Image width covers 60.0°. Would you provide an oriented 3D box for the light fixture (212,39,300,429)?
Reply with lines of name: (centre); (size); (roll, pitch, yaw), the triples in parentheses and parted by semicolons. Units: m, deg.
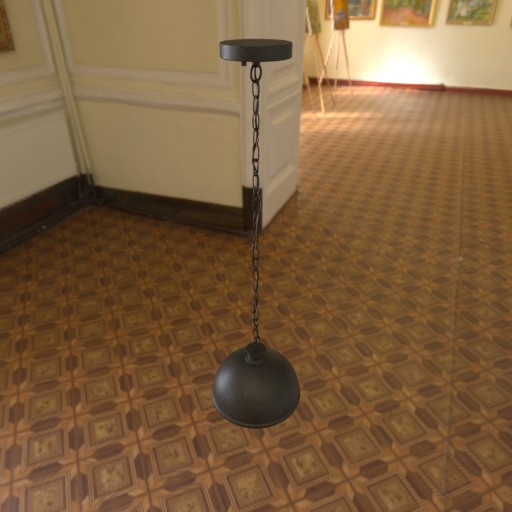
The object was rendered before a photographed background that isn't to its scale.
light fixture: (0.000, 0.000, 1.249); (0.304, 1.090, 0.304); (20, 36, 30)
